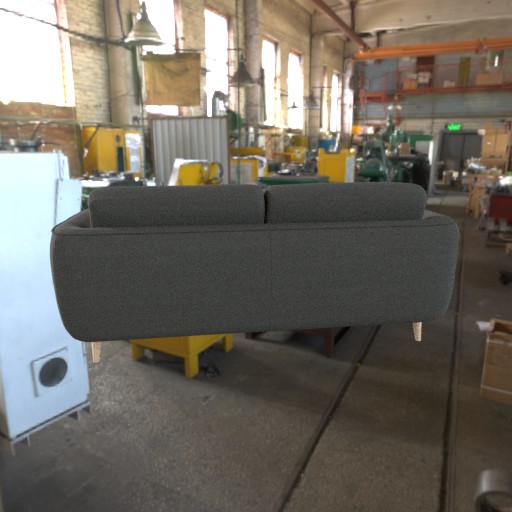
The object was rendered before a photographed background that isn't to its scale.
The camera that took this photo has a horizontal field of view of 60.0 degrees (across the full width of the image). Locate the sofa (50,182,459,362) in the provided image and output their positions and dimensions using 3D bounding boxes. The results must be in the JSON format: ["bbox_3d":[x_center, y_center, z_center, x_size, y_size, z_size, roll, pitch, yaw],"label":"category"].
[{"bbox_3d":[0.000,0.000,2.484,2.000,0.850,0.920,-2,14,-8],"label":"sofa"}]
